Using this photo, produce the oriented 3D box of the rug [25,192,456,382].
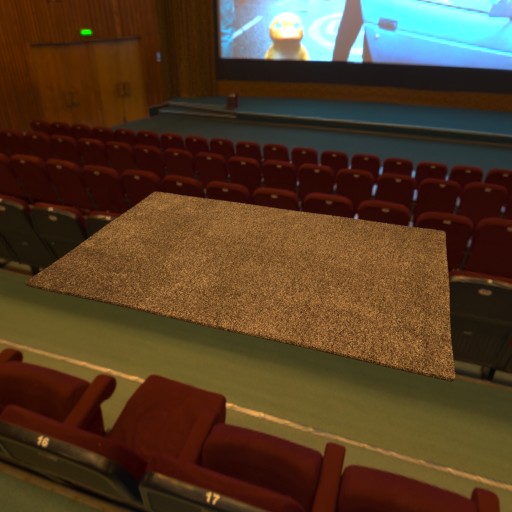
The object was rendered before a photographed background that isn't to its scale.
[{"bbox_3d":[0.000,0.000,2.879,2.352,0.025,1.501,10,32,16],"label":"rug"}]
